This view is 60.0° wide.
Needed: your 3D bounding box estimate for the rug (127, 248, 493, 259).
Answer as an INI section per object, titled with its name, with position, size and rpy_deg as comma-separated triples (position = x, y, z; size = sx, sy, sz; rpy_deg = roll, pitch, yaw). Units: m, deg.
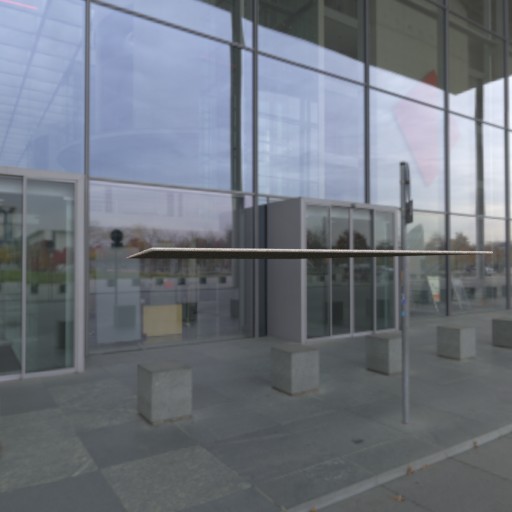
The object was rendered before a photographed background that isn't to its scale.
[rug]
position = 0.000, 0.000, 2.858
size = 1.524, 0.011, 2.286
rpy_deg = 0, -1, -18
